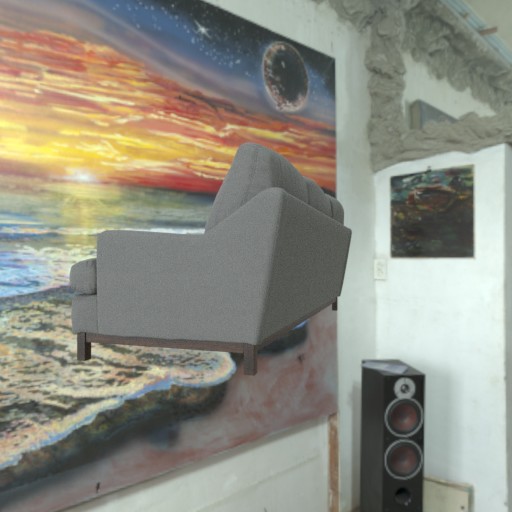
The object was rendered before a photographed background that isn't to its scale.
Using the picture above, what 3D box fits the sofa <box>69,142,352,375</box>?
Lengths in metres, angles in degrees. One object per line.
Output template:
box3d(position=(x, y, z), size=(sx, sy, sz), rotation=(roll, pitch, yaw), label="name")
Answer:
box3d(position=(0.000, 0.000, 2.881), size=(0.987, 0.926, 2.344), rotation=(0, 0, 18), label="sofa")
